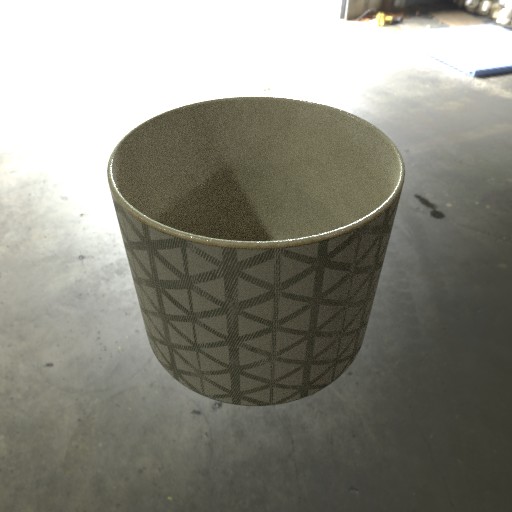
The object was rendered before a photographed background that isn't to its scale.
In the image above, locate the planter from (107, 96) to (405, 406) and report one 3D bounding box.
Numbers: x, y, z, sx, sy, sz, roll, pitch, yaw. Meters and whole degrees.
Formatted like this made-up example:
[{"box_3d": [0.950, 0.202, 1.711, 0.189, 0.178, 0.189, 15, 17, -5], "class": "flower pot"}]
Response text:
[{"box_3d": [0.000, 0.000, 0.350, 0.190, 0.181, 0.190, 0, 41, 0], "class": "planter"}]
